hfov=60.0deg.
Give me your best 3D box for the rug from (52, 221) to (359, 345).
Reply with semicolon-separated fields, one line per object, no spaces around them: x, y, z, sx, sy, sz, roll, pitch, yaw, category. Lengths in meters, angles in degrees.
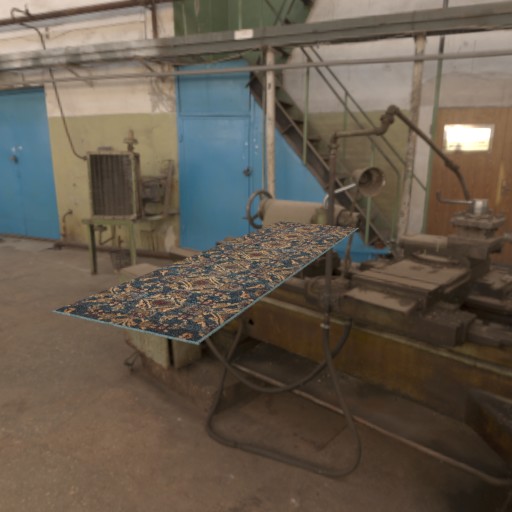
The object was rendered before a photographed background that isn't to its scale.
0.000;0.000;2.605;0.685;0.014;2.292;7;16;25;rug
